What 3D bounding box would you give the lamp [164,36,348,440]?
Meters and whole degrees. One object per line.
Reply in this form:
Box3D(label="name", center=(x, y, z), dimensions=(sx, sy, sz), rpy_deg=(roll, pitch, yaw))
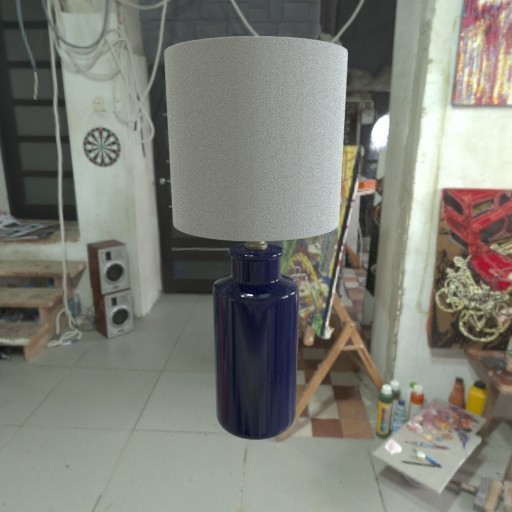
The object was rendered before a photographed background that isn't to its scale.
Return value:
Box3D(label="lamp", center=(0.000, 0.000, 0.589), dimensions=(0.212, 0.493, 0.212), rpy_deg=(-8, 18, -25))
